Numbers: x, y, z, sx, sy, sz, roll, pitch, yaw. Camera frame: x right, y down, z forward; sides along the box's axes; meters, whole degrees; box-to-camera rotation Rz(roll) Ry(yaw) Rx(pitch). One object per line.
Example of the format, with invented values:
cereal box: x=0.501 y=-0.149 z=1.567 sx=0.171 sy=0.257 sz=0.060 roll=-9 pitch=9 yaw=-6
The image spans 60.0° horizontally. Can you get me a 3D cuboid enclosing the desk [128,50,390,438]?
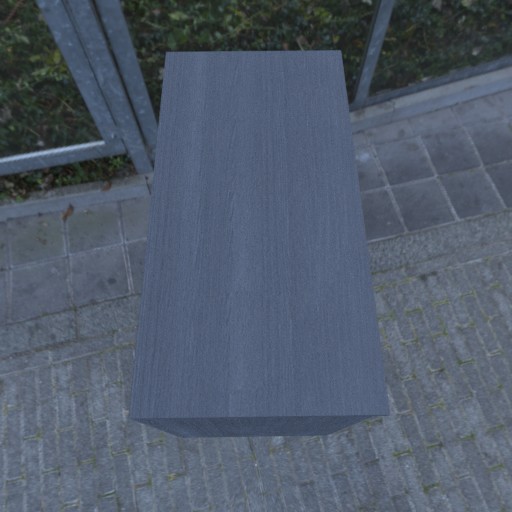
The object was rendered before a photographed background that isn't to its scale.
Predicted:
desk: x=0.000 y=0.000 z=1.507 sx=0.557 sy=0.729 sz=1.099 roll=-1 pitch=65 yaw=0
